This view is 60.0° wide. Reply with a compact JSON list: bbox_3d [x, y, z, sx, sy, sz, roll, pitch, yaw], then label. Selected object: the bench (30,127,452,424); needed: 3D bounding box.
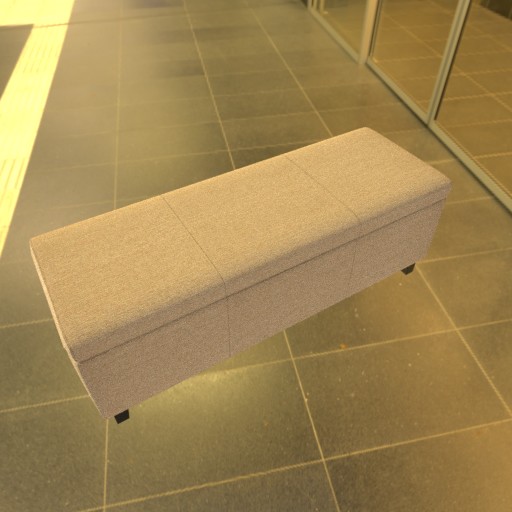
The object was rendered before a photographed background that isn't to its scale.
[{"bbox_3d":[0.000,0.000,1.486,1.269,0.438,0.446,-23,49,-22],"label":"bench"}]
